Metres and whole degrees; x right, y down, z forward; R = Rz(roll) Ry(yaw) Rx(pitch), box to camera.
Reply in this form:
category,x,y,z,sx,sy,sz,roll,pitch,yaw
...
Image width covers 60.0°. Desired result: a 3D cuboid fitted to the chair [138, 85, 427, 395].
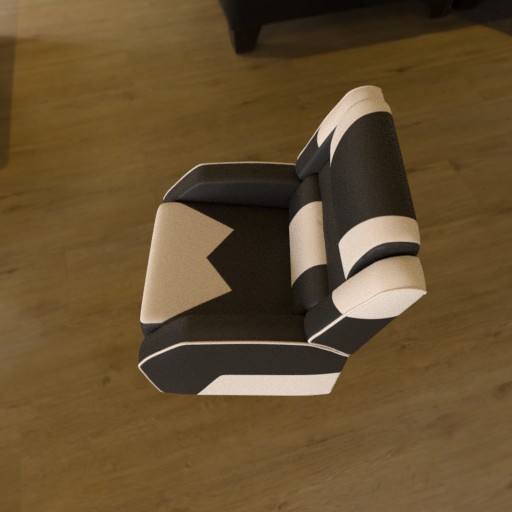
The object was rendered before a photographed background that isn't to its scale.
category,x,y,z,sx,sy,sz,roll,pitch,yaw
chair,0.000,0.000,1.310,0.672,0.805,0.620,0,58,0
